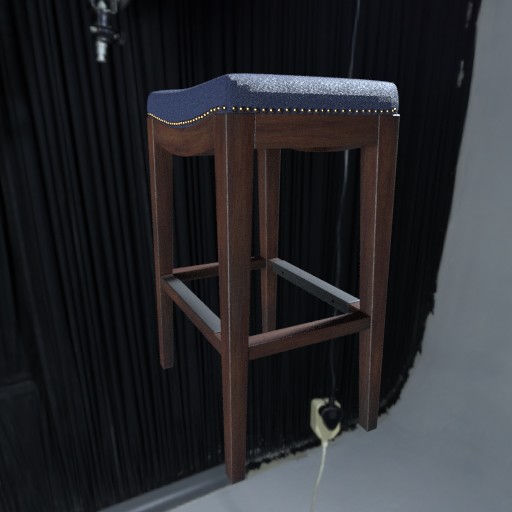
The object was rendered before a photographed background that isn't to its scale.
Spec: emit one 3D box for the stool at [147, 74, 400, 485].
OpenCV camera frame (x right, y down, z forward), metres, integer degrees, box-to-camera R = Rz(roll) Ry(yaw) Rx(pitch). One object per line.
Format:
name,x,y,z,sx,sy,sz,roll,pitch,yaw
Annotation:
stool,0.000,0.000,1.028,0.358,0.740,0.498,-8,19,-26
